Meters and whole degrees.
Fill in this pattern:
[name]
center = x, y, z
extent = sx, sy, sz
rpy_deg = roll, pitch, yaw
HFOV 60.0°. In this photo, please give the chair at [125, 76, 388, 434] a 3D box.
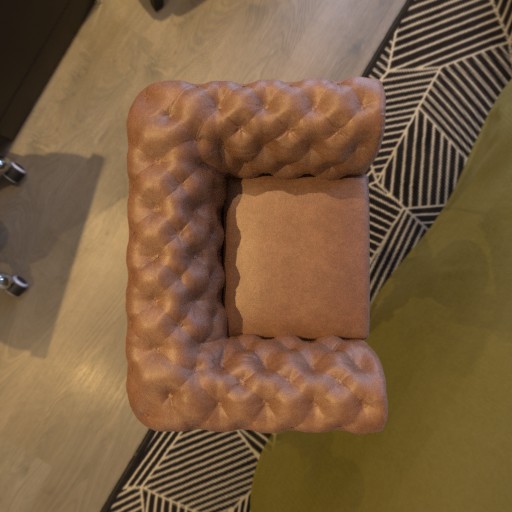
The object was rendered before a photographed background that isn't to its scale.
[chair]
center = 0.000, 0.000, 1.891
extent = 0.954, 0.784, 1.298
rpy_deg = 0, 89, 1
